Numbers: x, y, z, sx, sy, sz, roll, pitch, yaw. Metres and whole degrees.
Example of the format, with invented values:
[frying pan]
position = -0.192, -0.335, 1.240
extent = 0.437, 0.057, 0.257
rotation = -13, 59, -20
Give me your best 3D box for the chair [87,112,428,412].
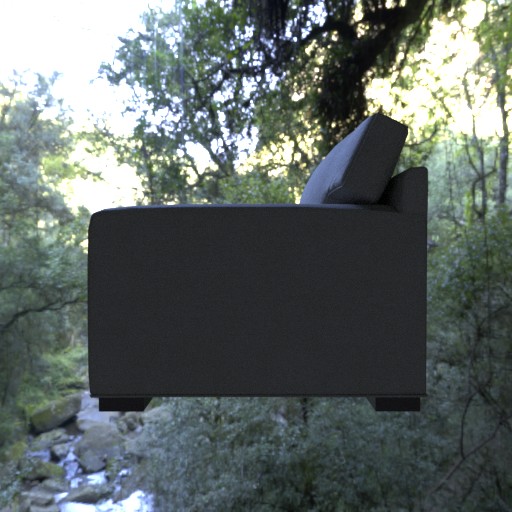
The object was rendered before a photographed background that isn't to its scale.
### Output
[chair]
position = 0.000, 0.000, 1.824
extent = 1.044, 0.934, 0.999
rotation = 0, 1, 0
